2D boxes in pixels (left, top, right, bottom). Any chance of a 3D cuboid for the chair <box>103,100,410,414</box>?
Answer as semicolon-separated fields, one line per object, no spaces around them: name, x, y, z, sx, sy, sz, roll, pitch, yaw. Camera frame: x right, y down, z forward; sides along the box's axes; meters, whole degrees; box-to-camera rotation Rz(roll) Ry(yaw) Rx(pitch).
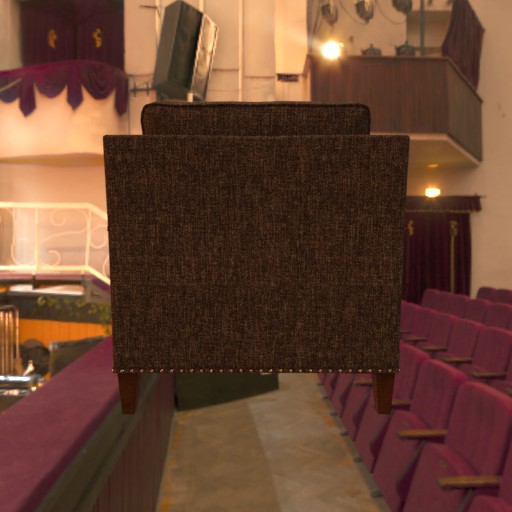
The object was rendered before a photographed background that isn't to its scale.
chair;0.000;0.000;1.709;0.853;0.943;1.014;0;0;0
